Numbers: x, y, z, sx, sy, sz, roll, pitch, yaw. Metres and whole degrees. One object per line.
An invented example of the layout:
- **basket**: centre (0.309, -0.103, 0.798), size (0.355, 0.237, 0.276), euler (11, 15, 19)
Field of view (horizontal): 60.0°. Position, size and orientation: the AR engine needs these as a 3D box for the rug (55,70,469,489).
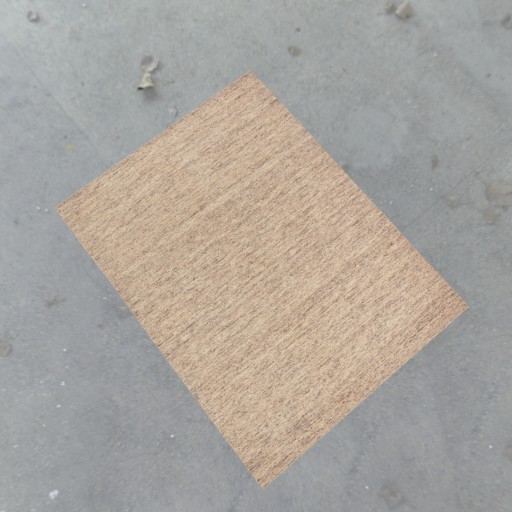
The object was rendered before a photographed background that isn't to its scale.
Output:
- **rug**: centre (0.000, 0.000, 4.189), size (2.448, 0.013, 3.205), euler (-38, 79, -9)
